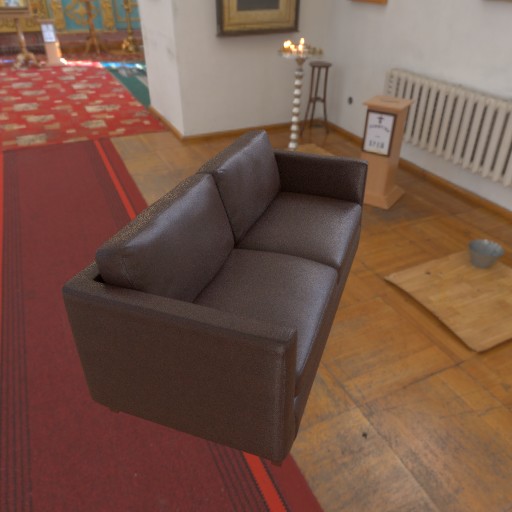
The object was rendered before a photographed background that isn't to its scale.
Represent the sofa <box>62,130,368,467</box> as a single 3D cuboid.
[{"bbox_3d":[0.000,0.000,2.440,0.951,0.933,1.883,11,33,17],"label":"sofa"}]
